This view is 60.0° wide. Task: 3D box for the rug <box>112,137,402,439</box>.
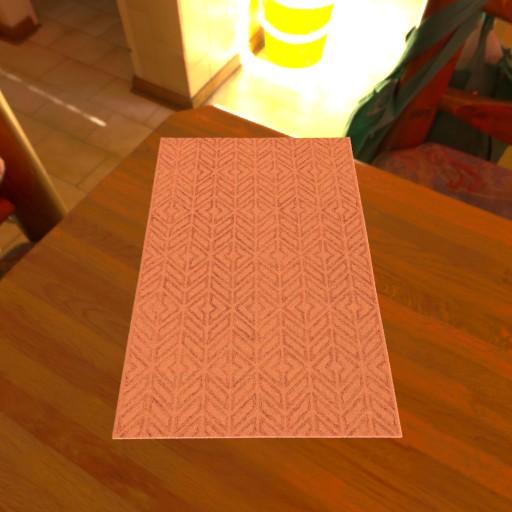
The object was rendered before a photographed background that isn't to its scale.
[{"bbox_3d":[0.000,0.000,2.362,1.220,0.007,1.828,0,57,0],"label":"rug"}]
